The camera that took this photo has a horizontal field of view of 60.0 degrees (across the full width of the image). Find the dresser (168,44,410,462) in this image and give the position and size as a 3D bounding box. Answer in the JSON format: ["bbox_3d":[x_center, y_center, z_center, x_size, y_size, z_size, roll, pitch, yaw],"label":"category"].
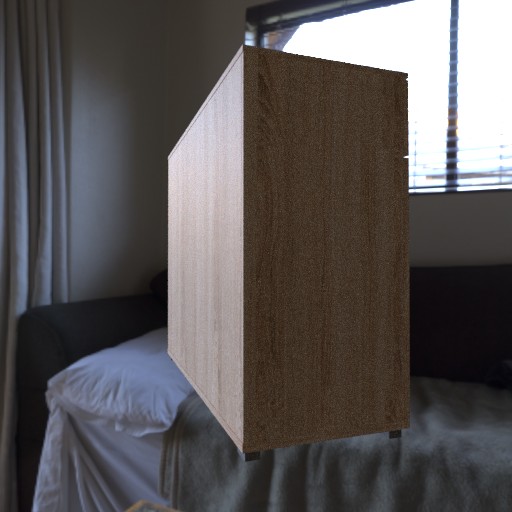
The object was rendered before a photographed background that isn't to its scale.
[{"bbox_3d":[0.000,0.000,1.544,0.450,0.900,1.100,0,-1,-19],"label":"dresser"}]
